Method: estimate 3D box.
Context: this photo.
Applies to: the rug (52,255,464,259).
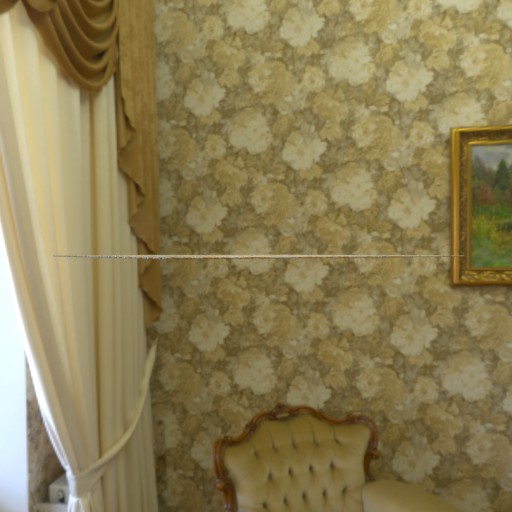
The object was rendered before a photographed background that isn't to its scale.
[{"bbox_3d":[0.000,0.000,4.187,3.048,0.010,2.439,0,0,-37],"label":"rug"}]
